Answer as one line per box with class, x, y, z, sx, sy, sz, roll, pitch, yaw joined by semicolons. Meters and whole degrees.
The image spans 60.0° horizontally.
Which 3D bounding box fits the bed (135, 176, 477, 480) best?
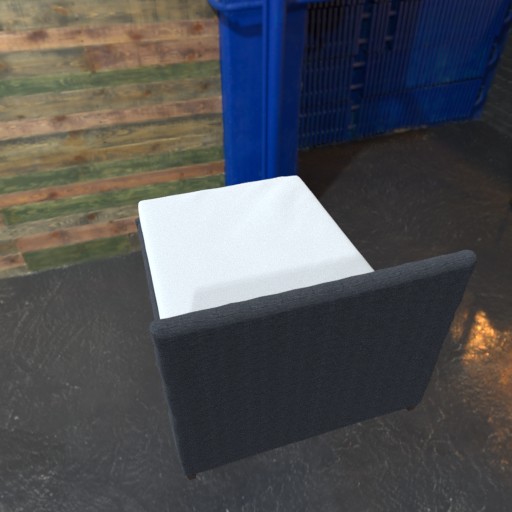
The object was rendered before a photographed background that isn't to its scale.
bed;0.000;0.000;3.387;1.698;1.427;2.387;-12;41;-13
